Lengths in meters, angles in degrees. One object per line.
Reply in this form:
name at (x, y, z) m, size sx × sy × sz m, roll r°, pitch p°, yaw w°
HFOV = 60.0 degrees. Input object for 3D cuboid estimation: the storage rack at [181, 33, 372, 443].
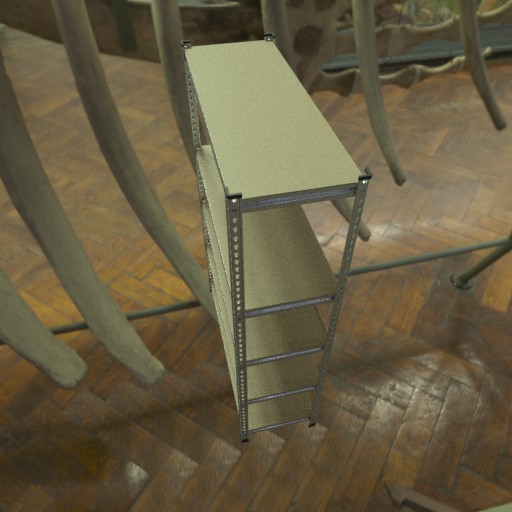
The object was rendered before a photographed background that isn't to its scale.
storage rack at (0.000, 0.000, 2.391) m, size 0.457 × 1.829 × 1.219 m, roll -9°, pitch 47°, yaw -9°
